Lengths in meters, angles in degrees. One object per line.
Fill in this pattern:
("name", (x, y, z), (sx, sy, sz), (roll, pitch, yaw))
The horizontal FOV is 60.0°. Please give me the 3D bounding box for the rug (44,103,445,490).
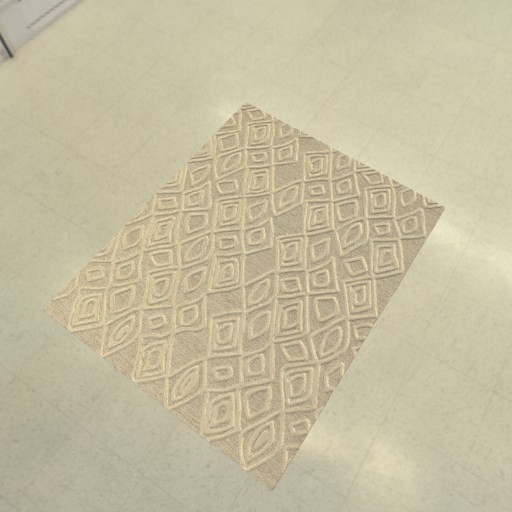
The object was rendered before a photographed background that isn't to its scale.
("rug", (0.000, 0.000, 4.134), (2.449, 0.025, 3.049), (32, 68, 15))
